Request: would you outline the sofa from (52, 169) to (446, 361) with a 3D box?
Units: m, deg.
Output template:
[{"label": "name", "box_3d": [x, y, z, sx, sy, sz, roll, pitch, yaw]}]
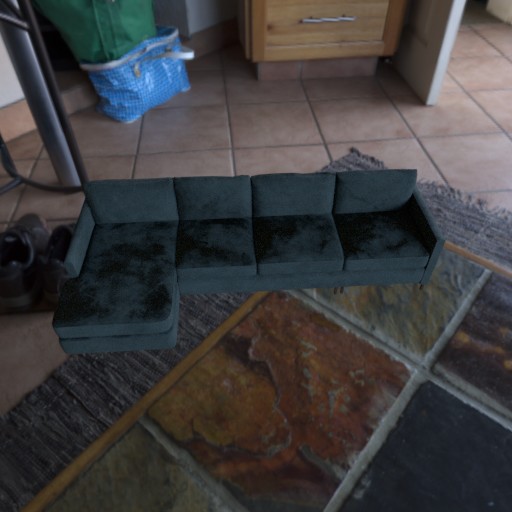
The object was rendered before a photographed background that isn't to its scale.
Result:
[{"label": "sofa", "box_3d": [0.000, 0.000, 4.150, 3.400, 0.967, 1.500, -3, 45, -3]}]
